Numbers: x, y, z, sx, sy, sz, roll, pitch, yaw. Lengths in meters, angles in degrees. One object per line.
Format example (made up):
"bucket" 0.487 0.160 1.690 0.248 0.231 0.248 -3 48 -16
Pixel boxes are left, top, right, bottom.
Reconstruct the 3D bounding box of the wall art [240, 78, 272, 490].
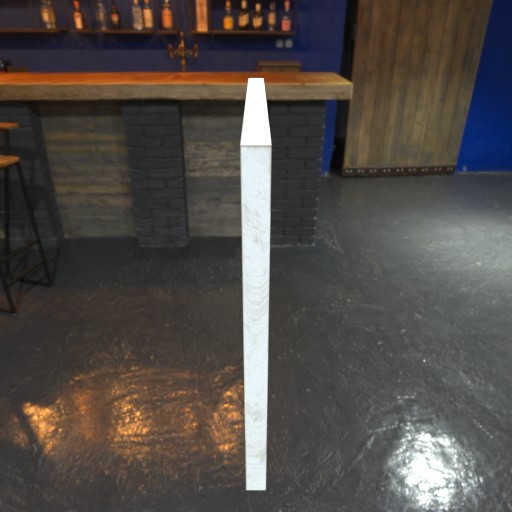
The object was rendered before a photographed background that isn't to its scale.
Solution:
"wall art" 0.000 0.000 0.753 0.029 0.506 0.508 0 28 0
